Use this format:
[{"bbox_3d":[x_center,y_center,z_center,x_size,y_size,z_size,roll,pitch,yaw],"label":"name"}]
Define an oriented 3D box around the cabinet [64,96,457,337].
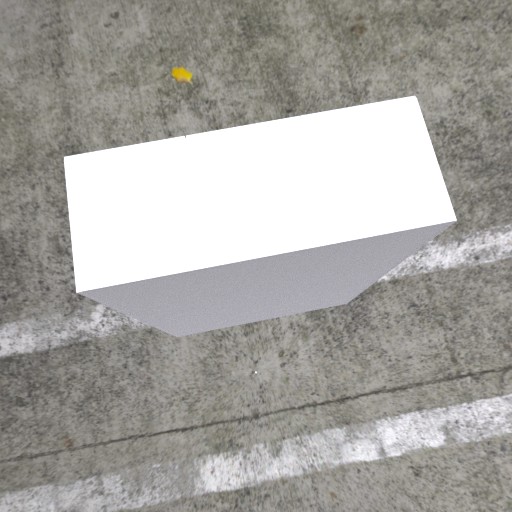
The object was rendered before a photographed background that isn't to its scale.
[{"bbox_3d":[0.000,0.000,2.461,1.290,1.910,0.510,-11,76,-3],"label":"cabinet"}]
